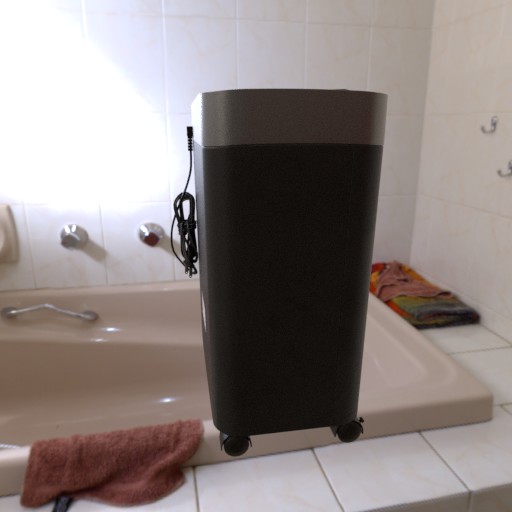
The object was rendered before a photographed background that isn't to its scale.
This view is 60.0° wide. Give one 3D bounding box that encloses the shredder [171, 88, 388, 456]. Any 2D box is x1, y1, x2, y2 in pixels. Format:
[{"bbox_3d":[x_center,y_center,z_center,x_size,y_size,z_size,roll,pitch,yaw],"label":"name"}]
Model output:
[{"bbox_3d":[0.000,0.000,0.618,0.237,0.419,0.311,-3,17,-9],"label":"shredder"}]
